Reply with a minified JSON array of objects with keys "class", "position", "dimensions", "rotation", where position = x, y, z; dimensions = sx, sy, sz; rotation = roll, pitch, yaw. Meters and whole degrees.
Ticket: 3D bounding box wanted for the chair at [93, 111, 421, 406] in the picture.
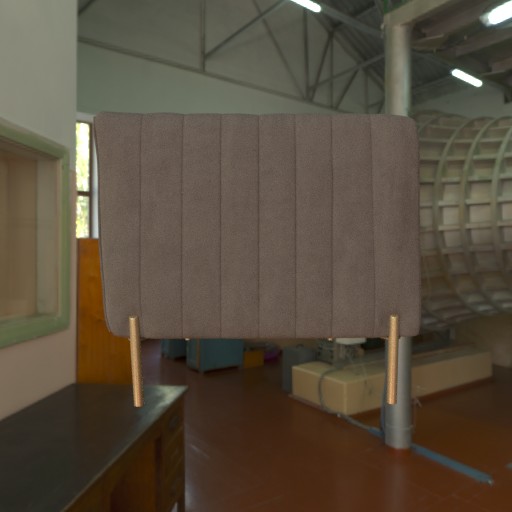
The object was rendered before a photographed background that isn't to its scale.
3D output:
[{"class":"chair","position":[0.000,0.000,1.611],"dimensions":[0.873,0.779,0.981],"rotation":[0,0,-1]}]
